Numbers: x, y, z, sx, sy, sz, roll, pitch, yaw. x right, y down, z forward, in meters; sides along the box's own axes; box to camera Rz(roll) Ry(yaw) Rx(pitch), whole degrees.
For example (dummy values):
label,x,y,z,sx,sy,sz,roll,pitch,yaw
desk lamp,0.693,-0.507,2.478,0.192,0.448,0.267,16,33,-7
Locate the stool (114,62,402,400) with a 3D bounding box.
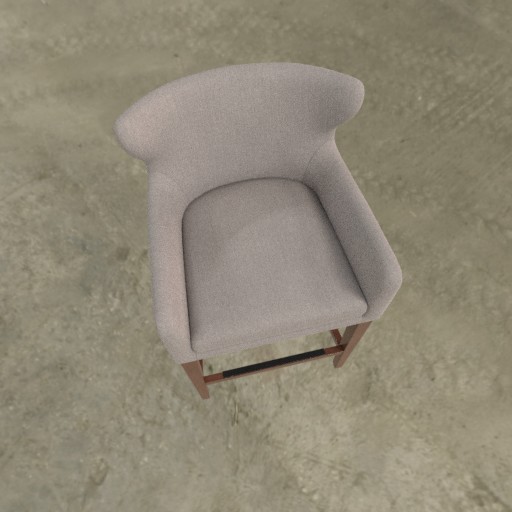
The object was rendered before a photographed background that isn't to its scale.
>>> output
label,x,y,z,sx,sy,sz,roll,pitch,yaw
stool,0.000,0.000,1.327,0.575,0.951,0.575,-12,63,-6
